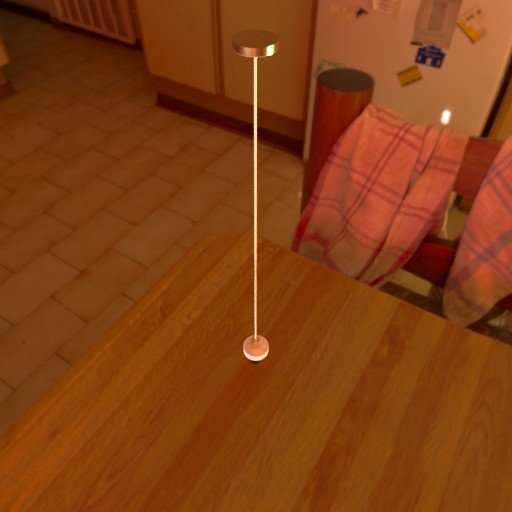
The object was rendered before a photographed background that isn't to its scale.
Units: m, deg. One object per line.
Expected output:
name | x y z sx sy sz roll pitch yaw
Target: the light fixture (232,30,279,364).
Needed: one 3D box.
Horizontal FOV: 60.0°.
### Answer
light fixture | 0.000 0.000 1.768 0.129 1.669 0.129 2 47 2
